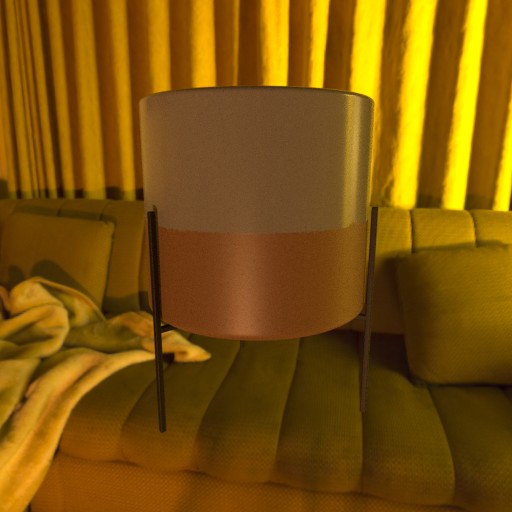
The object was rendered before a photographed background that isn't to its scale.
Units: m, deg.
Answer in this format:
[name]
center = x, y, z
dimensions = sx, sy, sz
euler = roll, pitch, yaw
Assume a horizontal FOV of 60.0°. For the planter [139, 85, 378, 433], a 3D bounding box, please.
[planter]
center = 0.000, 0.000, 0.726
dimensions = 0.348, 0.480, 0.360
euler = -2, 13, -10
